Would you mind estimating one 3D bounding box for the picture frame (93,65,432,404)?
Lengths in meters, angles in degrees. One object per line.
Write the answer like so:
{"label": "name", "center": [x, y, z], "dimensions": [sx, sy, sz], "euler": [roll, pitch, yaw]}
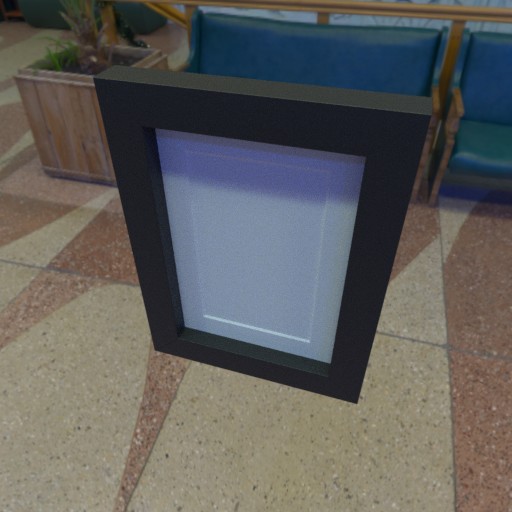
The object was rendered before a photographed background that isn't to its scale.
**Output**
{"label": "picture frame", "center": [0.000, 0.000, 0.273], "dimensions": [0.157, 0.208, 0.028], "euler": [11, 41, 13]}
